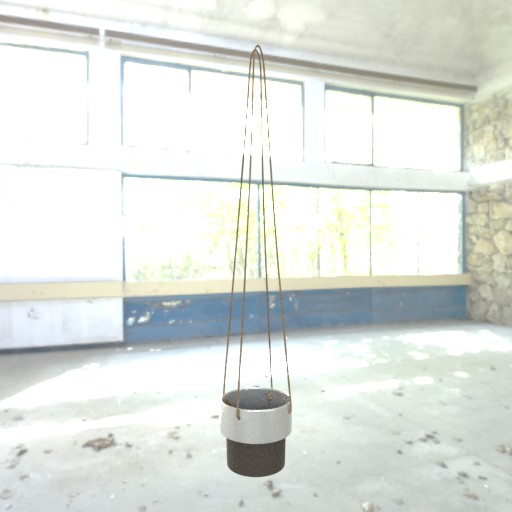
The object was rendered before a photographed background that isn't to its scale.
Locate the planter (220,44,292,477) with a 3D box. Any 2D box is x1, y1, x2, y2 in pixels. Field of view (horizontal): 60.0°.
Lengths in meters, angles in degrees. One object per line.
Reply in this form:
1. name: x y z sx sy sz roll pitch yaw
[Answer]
1. planter: 0.000 0.000 1.146 0.187 1.073 0.187 0 0 -18
